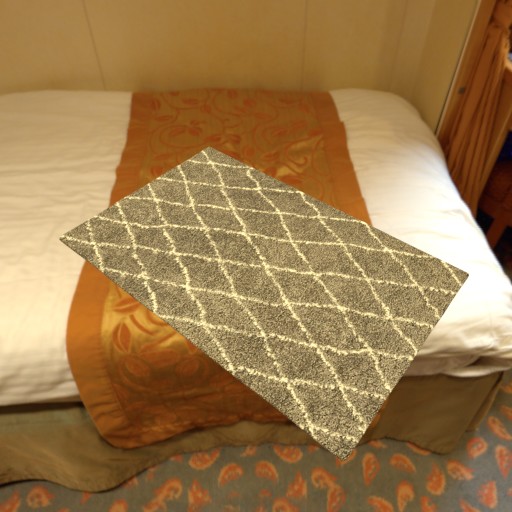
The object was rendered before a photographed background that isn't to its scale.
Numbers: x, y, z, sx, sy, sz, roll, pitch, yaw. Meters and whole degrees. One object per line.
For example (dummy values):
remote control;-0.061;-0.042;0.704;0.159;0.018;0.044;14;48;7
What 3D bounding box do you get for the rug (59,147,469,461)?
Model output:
rug;0.000;0.000;3.494;2.743;0.030;1.778;31;54;26
